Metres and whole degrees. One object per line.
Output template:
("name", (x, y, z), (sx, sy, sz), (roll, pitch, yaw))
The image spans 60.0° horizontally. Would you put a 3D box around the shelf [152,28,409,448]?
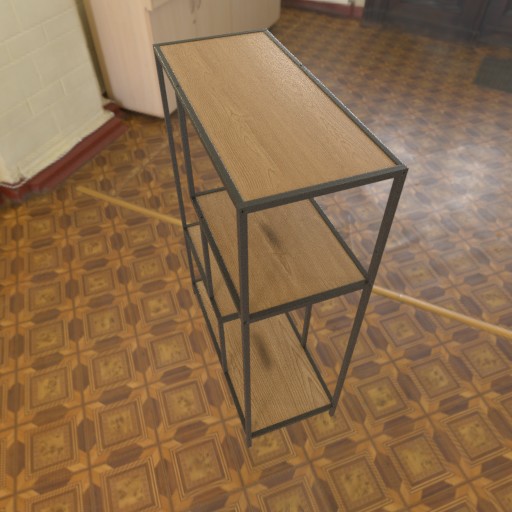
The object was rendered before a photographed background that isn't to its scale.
("shelf", (0.000, 0.000, 1.483), (0.350, 1.138, 0.770), (-15, 49, -14))
